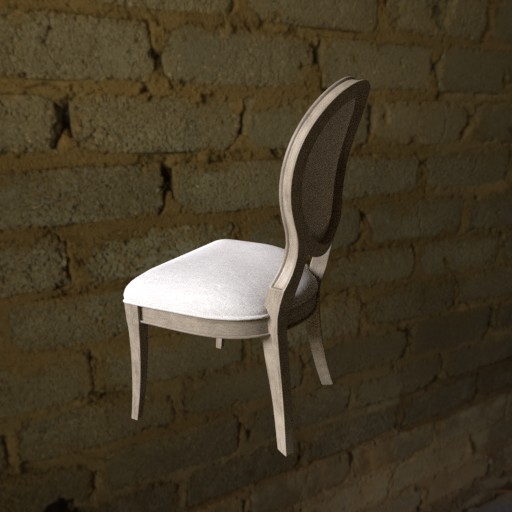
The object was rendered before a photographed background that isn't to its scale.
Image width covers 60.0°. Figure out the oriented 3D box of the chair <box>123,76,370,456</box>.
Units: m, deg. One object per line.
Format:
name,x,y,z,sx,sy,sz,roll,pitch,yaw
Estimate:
chair,0.000,0.000,1.343,0.602,0.990,0.558,8,18,25
